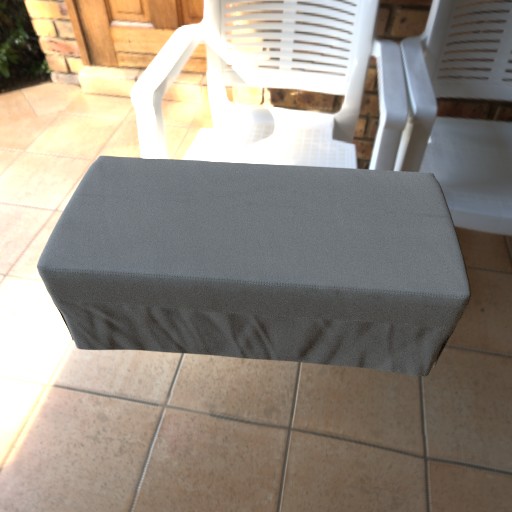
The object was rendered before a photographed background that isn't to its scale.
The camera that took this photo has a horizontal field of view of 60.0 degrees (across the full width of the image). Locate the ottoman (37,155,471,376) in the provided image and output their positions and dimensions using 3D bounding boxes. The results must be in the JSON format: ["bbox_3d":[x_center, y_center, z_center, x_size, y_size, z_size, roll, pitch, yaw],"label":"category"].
[{"bbox_3d":[0.000,0.000,1.696,1.388,0.457,0.665,4,48,3],"label":"ottoman"}]
